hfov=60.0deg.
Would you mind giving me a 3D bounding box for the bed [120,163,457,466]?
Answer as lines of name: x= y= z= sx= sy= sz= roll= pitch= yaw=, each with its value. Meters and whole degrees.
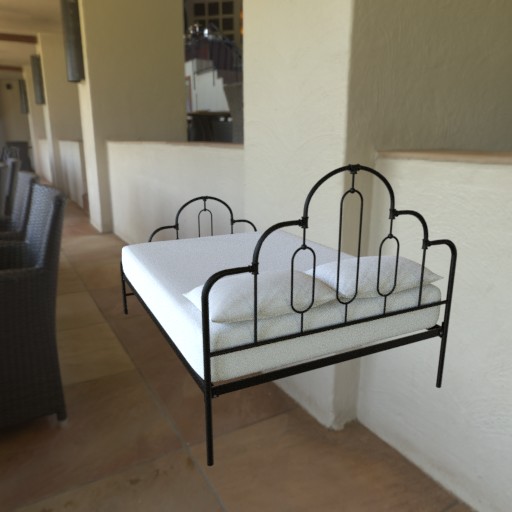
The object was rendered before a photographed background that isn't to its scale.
bed: x=0.000 y=0.000 z=3.287 sx=1.626 sy=1.444 sz=2.181 roll=-7 pitch=17 yaw=-26
